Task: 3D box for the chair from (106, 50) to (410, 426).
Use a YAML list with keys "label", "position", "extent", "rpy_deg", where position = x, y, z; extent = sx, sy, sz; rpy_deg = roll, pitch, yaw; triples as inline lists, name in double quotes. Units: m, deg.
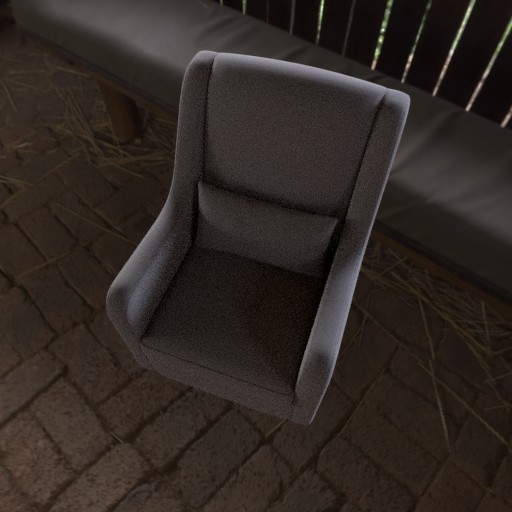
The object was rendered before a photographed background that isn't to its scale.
- label: "chair"
  position: [0.000, 0.000, 1.589]
  extent: [0.715, 1.010, 0.863]
  rpy_deg: [16, 58, 11]
